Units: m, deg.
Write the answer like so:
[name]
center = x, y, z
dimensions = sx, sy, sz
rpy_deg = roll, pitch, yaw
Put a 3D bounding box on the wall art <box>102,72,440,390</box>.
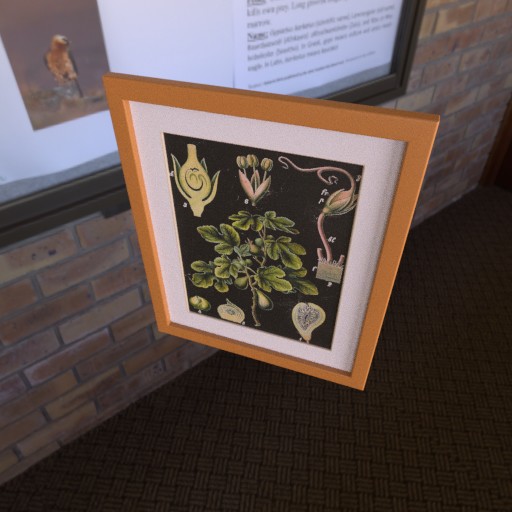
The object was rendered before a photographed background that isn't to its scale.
[wall art]
center = 0.000, 0.000, 0.515
dimensions = 0.310, 0.379, 0.015
rpy_deg = 13, 43, 15
